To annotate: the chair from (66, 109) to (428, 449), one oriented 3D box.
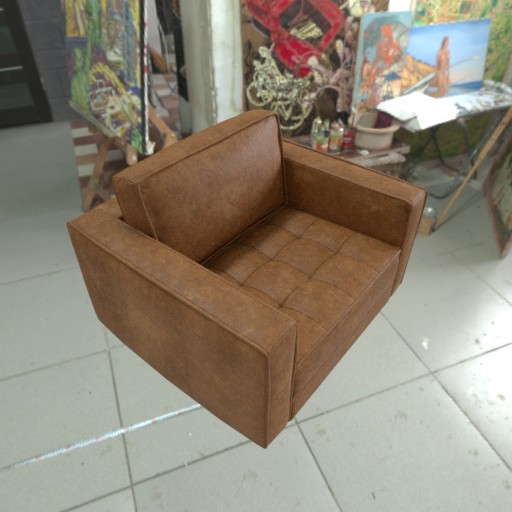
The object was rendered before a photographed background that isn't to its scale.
[{"bbox_3d":[0.000,0.000,1.535,0.798,0.767,0.928,27,47,29],"label":"chair"}]
